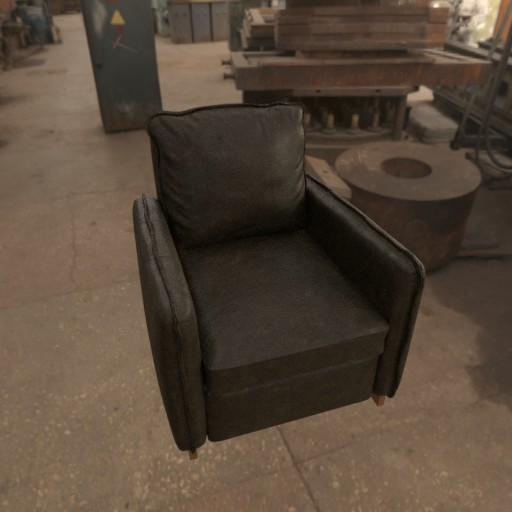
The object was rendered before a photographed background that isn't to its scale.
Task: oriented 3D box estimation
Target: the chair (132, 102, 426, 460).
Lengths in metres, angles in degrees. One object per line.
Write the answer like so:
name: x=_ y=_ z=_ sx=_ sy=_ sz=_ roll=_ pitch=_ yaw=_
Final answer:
chair: x=0.000 y=0.000 z=1.594 sx=0.830 sy=0.921 sz=0.921 roll=-10 pitch=33 yaw=-15
